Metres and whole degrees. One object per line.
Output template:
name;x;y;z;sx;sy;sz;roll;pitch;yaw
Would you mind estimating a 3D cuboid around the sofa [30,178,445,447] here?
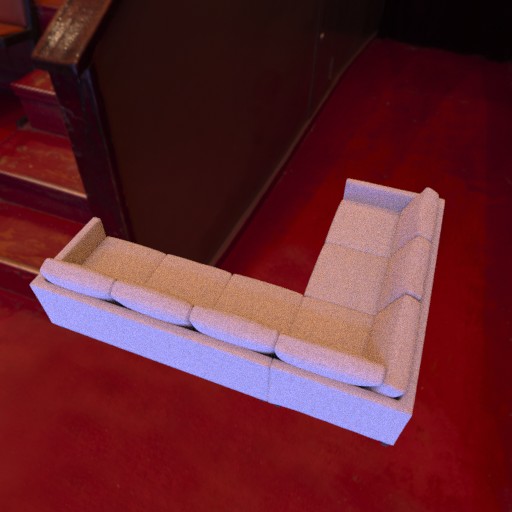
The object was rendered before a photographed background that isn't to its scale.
sofa;0.000;0.000;4.289;3.182;0.863;2.432;16;49;14
